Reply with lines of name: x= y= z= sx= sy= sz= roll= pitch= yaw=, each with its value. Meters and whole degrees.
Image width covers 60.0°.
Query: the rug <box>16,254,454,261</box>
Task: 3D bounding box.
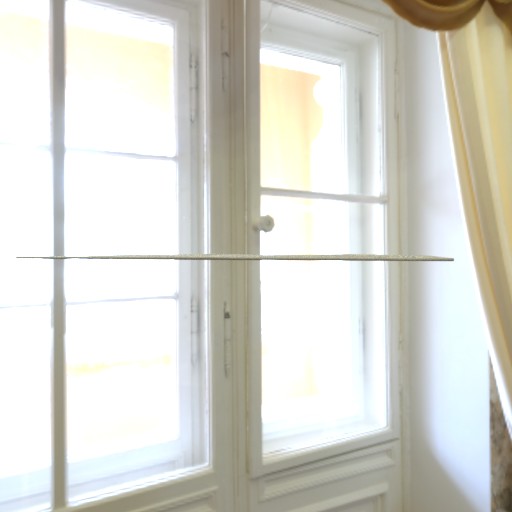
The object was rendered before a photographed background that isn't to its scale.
rug: x=0.000 y=0.000 z=3.846 sx=2.921 sy=0.032 sz=2.311 roll=0 pitch=0 yaw=18
